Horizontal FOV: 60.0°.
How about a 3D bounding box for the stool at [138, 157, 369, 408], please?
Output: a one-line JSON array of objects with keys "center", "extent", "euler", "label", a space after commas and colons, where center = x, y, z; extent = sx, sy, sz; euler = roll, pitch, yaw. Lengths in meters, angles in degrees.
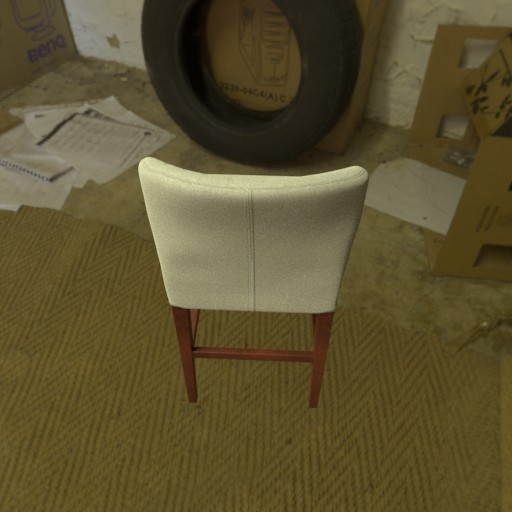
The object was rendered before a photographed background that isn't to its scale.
[{"center": [0.000, 0.000, 1.342], "extent": [0.479, 0.968, 0.568], "euler": [2, 48, 2], "label": "stool"}]
